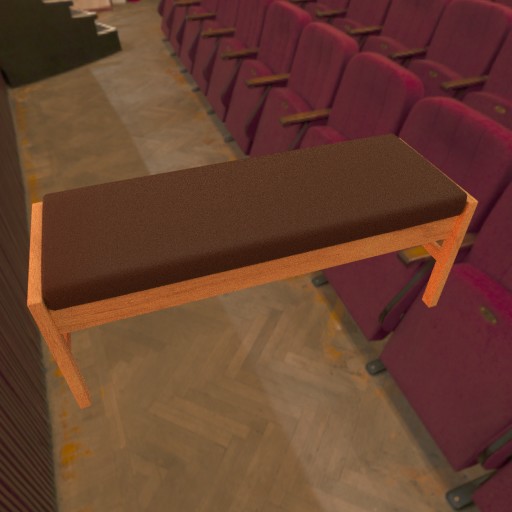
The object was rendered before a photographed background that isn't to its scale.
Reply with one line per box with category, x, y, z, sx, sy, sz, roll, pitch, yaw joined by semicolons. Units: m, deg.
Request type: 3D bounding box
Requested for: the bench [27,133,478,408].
bench;0.000;0.000;1.394;1.200;0.480;0.405;-13;44;-14
